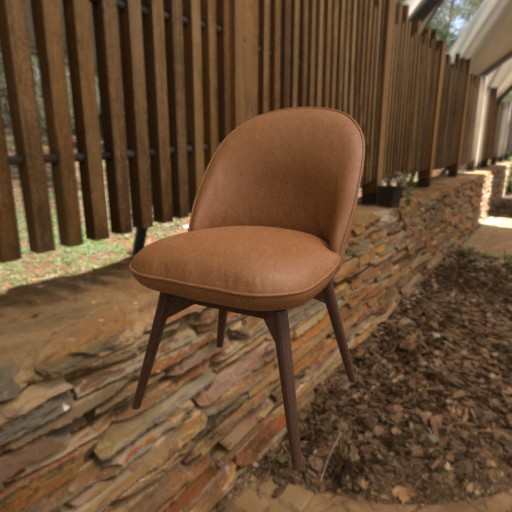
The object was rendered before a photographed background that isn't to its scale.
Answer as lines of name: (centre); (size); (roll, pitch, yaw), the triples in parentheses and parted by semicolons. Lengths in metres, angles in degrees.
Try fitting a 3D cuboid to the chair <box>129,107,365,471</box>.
chair: (0.000, 0.000, 1.248); (0.521, 0.831, 0.631); (8, 17, 28)
